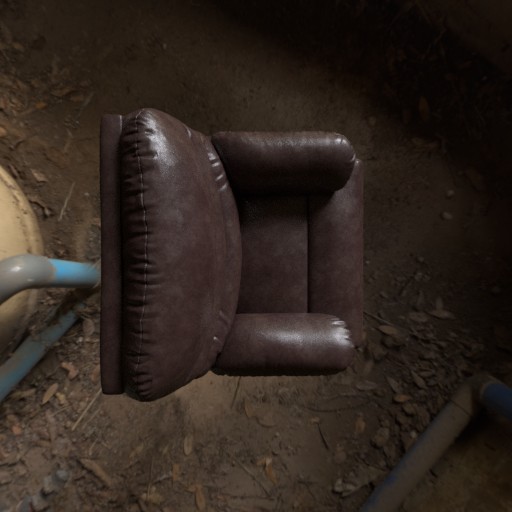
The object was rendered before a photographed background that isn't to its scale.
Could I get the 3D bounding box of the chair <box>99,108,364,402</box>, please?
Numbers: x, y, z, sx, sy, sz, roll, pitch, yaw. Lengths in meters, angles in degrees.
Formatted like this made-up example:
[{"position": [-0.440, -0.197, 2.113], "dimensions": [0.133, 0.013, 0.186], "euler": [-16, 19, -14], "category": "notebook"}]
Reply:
[{"position": [0.000, 0.000, 1.678], "dimensions": [0.879, 1.041, 0.940], "euler": [0, 91, -1], "category": "chair"}]
